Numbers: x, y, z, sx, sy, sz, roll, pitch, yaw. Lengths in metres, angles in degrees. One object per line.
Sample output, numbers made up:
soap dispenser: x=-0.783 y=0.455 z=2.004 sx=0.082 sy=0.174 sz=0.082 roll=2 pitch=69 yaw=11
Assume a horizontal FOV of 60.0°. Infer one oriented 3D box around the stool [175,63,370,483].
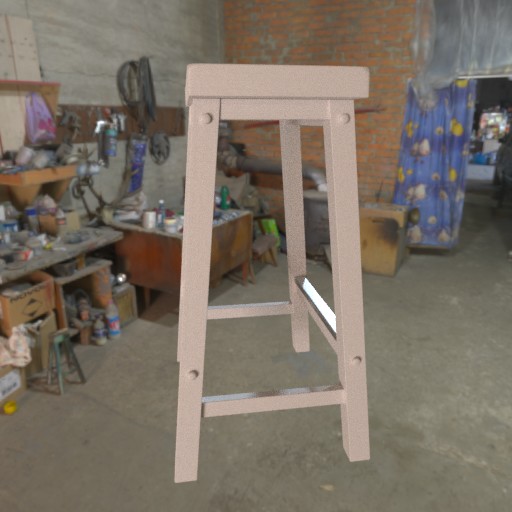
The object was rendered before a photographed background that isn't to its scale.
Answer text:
stool: x=0.000 y=0.000 z=0.821 sx=0.322 sy=0.610 sz=0.406 roll=-3 pitch=17 yaw=-9
